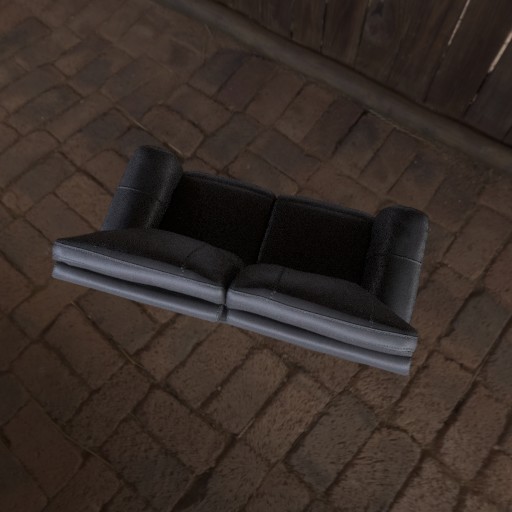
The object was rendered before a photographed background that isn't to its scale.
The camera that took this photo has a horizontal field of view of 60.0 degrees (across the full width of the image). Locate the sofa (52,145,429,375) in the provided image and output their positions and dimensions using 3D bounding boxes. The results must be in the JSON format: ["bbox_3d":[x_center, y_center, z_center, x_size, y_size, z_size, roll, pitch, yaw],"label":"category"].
[{"bbox_3d":[0.000,0.000,2.505,1.765,1.111,1.104,15,65,7],"label":"sofa"}]
